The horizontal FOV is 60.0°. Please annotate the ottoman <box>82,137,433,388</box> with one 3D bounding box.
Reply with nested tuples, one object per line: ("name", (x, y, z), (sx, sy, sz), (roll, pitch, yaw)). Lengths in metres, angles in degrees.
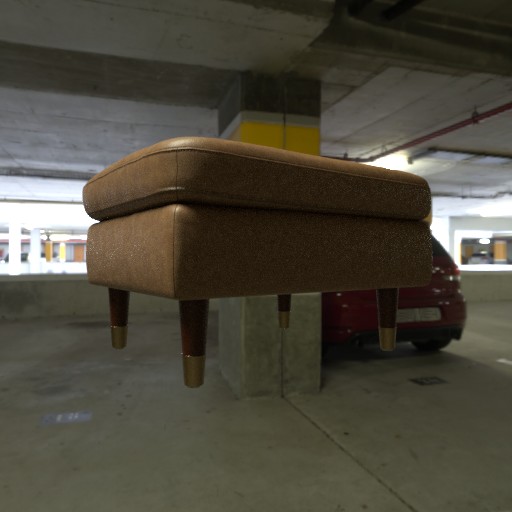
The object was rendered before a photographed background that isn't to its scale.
("ottoman", (0.000, 0.000, 1.138), (0.747, 0.478, 0.593), (0, 0, -35))
